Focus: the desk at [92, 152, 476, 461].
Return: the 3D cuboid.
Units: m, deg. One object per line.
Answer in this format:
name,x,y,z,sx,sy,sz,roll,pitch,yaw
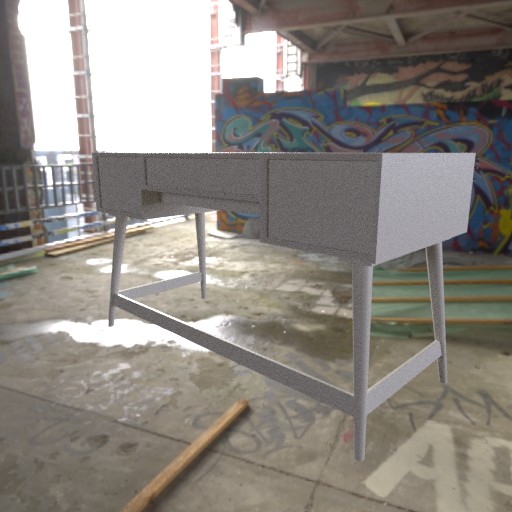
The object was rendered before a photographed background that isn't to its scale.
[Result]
desk,0.000,0.000,1.678,1.313,0.762,0.589,12,18,42
